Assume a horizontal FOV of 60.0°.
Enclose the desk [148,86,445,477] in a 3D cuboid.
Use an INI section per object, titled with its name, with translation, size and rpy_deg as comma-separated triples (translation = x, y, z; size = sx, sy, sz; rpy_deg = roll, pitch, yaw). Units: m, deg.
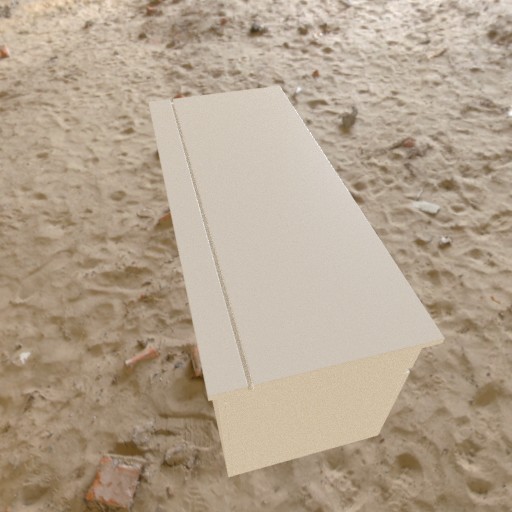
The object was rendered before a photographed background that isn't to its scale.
[desk]
translation = 0.000, 0.000, 1.976
size = 0.670, 0.760, 1.580
rpy_deg = -11, 47, -10
